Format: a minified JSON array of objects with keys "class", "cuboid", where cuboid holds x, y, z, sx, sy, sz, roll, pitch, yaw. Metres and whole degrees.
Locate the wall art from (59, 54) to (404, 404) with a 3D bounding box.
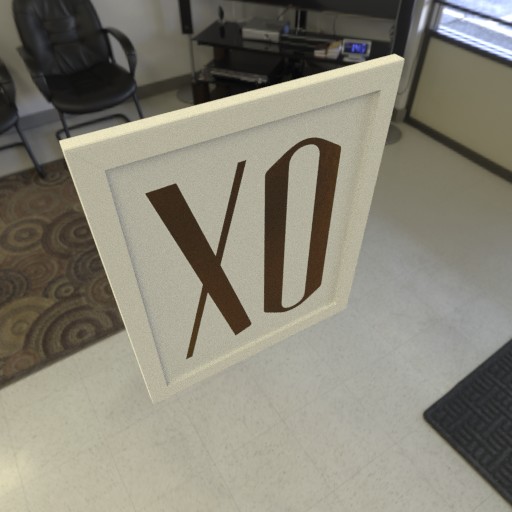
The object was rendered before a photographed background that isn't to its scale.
[{"class":"wall art","cuboid":[0.000,0.000,0.706,0.444,0.536,0.020,-22,49,-21]}]
